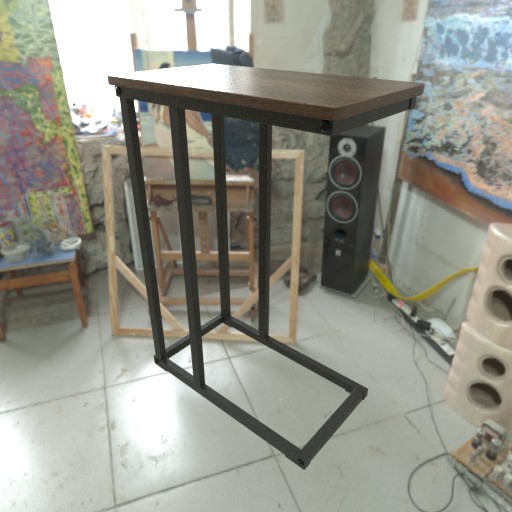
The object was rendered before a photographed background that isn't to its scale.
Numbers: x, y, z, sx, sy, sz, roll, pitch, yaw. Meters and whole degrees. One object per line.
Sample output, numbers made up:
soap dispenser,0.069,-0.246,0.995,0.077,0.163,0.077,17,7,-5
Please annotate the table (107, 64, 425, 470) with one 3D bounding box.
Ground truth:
table,0.000,0.000,0.853,0.450,0.637,0.254,22,36,35
